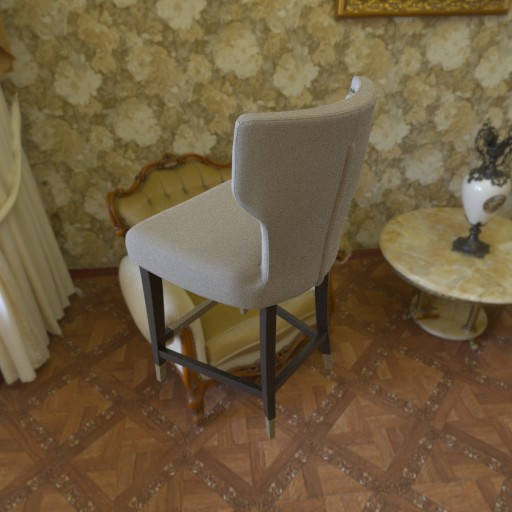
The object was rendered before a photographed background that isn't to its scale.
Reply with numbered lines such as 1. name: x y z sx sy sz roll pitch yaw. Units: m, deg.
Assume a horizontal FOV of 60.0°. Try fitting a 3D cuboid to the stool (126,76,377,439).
1. stool: 0.000 0.000 1.329 0.563 0.982 0.527 22 38 31
